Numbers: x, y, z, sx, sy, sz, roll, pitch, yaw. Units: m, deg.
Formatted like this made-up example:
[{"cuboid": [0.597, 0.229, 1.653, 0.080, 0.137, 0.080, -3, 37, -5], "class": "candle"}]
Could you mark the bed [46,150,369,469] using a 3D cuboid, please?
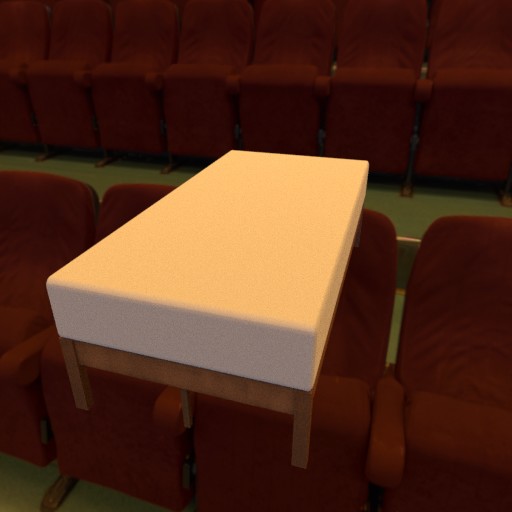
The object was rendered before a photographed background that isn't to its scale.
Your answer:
[{"cuboid": [0.000, 0.000, 2.353, 0.961, 0.616, 1.902, 8, 29, 15], "class": "bed"}]
